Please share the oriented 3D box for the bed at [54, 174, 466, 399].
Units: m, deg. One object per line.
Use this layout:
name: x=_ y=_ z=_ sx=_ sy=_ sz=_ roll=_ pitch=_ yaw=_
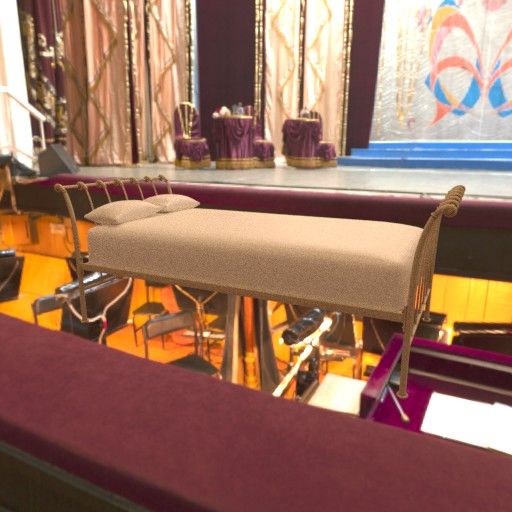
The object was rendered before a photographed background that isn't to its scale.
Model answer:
bed: x=0.000 y=0.000 z=2.724 sx=2.228 sy=0.873 sz=1.032 roll=7 pitch=16 yaw=26
